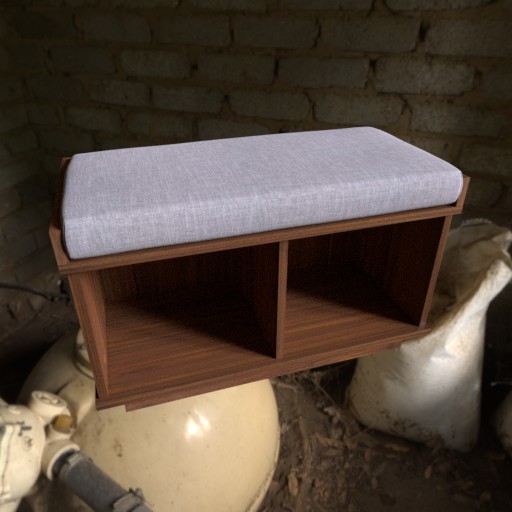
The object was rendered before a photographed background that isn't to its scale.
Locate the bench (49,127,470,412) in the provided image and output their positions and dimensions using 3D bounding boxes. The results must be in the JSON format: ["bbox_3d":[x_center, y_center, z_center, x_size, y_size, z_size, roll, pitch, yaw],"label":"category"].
[{"bbox_3d":[0.000,0.000,0.977,0.734,0.461,0.362,-9,32,-15],"label":"bench"}]
